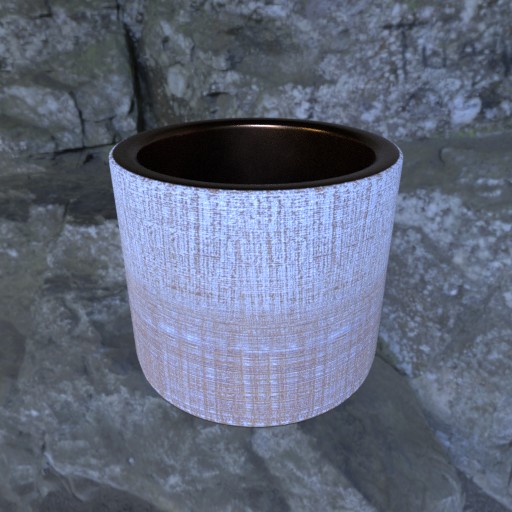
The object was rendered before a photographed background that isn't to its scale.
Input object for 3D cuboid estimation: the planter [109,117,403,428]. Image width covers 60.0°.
[{"bbox_3d":[0.000,0.000,0.189,0.109,0.096,0.109,0,28,0],"label":"planter"}]
